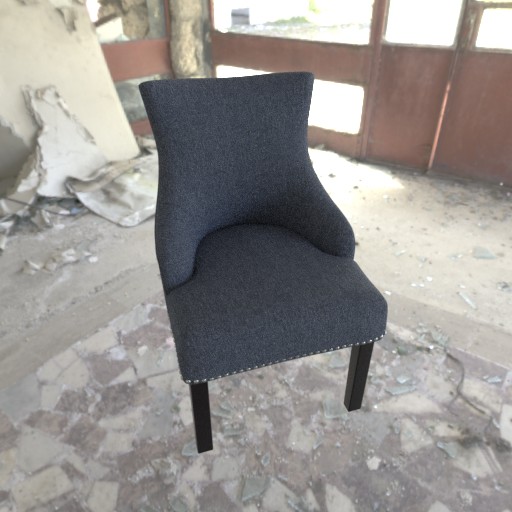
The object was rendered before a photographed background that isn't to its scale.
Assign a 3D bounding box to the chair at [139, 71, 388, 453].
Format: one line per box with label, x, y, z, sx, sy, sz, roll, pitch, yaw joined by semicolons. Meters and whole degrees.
chair;0.000;0.000;1.294;0.566;0.909;0.629;-10;34;-15
